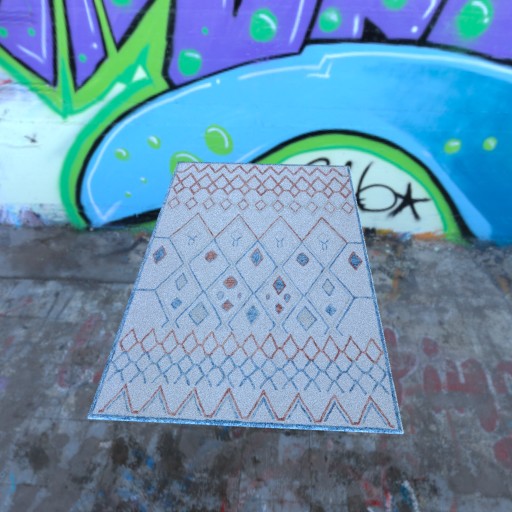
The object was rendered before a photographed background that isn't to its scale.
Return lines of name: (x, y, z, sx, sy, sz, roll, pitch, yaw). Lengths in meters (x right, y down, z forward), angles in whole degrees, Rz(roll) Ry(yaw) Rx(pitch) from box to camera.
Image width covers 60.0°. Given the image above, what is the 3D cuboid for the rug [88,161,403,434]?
rug: (0.000, 0.000, 3.031, 1.524, 0.015, 2.438, 2, 42, 2)
